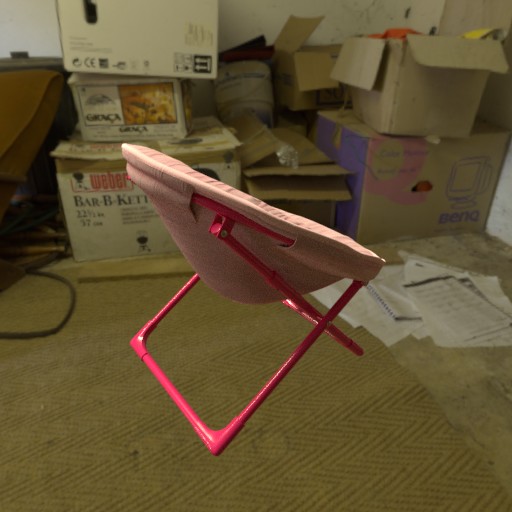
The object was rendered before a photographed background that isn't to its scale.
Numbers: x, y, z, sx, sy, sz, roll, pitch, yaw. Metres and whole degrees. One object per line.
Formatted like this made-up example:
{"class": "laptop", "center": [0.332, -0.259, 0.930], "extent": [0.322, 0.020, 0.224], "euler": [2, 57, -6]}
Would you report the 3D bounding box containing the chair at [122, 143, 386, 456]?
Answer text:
{"class": "chair", "center": [0.000, 0.000, 0.900], "extent": [0.459, 0.494, 0.522], "euler": [-19, 33, -32]}
